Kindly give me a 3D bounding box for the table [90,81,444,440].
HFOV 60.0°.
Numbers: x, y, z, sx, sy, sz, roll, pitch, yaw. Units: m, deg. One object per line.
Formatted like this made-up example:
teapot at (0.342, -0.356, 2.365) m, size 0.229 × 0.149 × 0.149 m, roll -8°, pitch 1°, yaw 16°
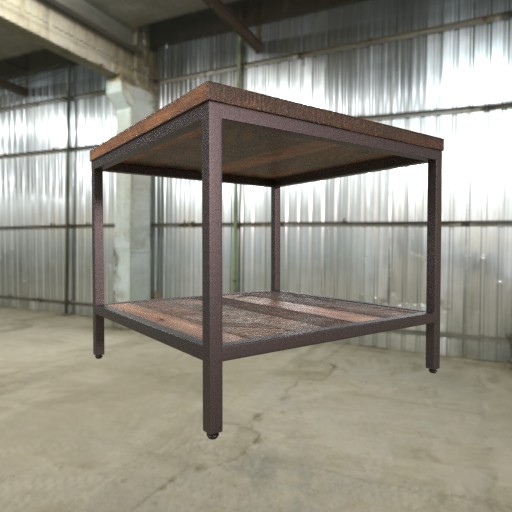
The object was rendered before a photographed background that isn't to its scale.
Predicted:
table at (0.000, 0.000, 0.970) m, size 0.553 × 0.482 × 0.548 m, roll -1°, pitch 2°, yaw -36°
